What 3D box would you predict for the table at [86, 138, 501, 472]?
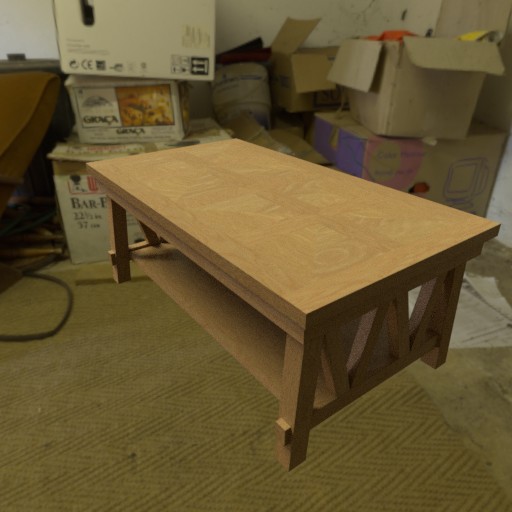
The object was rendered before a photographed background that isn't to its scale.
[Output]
[{"bbox_3d":[0.000,0.000,1.581,0.711,0.507,1.270,-19,33,-32],"label":"table"}]
